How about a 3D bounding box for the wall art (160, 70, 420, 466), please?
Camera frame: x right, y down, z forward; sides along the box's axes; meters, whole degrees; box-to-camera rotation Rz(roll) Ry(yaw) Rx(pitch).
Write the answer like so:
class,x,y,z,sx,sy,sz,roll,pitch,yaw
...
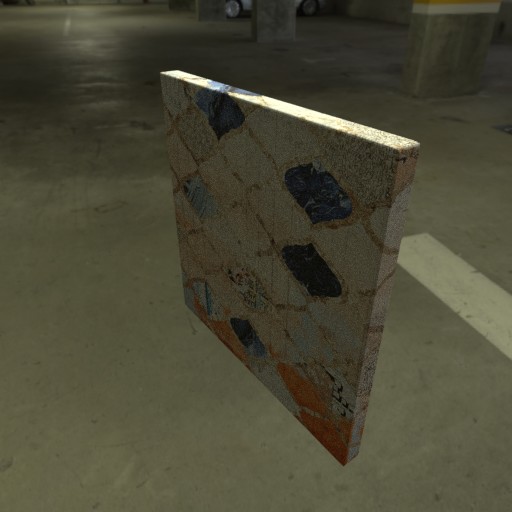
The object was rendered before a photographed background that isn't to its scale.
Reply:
class,x,y,z,sx,sy,sz,roll,pitch,yaw
wall art,0.000,0.000,0.735,0.038,0.508,0.507,-22,38,-30
